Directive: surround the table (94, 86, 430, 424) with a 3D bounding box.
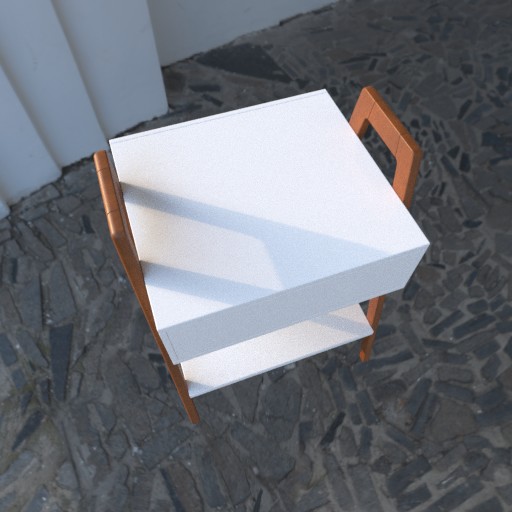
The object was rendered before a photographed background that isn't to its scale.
[{"bbox_3d":[0.000,0.000,0.904,0.457,0.610,0.405,-17,59,-10],"label":"table"}]
